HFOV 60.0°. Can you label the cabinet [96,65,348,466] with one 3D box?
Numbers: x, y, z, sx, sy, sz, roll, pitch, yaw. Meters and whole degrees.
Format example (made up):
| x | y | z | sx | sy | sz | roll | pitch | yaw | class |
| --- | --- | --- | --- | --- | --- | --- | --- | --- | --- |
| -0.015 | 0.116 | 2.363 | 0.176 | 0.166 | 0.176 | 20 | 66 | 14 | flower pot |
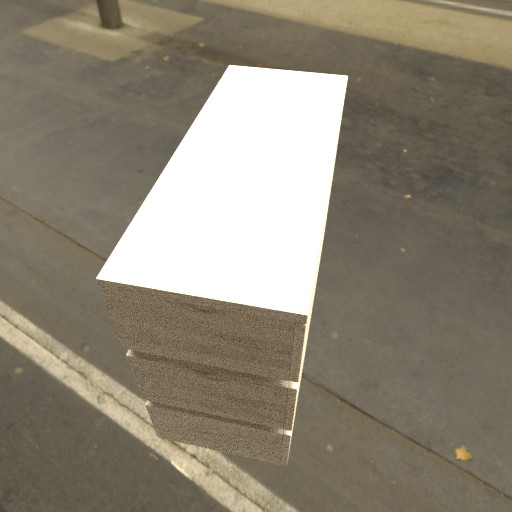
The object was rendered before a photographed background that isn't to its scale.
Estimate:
| x | y | z | sx | sy | sz | roll | pitch | yaw | class |
| --- | --- | --- | --- | --- | --- | --- | --- | --- | --- |
| 0.000 | 0.000 | 1.490 | 0.420 | 0.820 | 1.040 | 9 | 46 | 9 | cabinet |
